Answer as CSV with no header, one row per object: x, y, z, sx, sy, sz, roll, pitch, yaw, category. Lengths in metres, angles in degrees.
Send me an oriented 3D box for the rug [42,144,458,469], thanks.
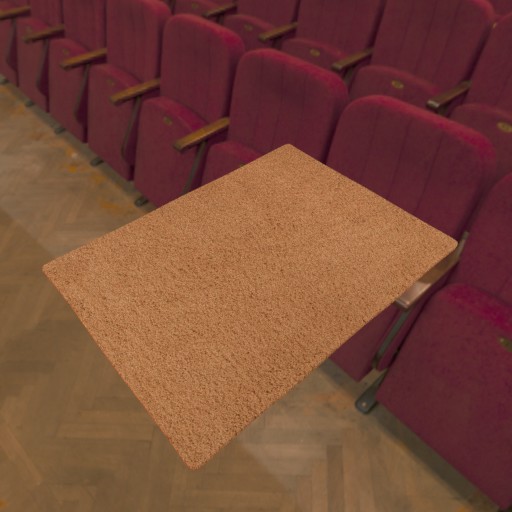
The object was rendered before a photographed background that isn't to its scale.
0.000,0.000,2.110,1.600,0.025,1.199,-32,54,-27,rug
